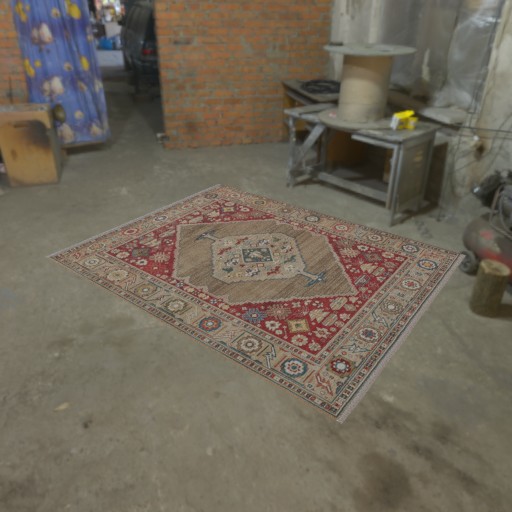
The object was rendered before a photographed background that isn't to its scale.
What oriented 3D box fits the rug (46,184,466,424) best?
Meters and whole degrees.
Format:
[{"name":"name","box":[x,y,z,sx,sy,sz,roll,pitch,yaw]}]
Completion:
[{"name":"rug","box":[0.000,0.000,4.190,3.143,0.008,2.451,21,36,32]}]
